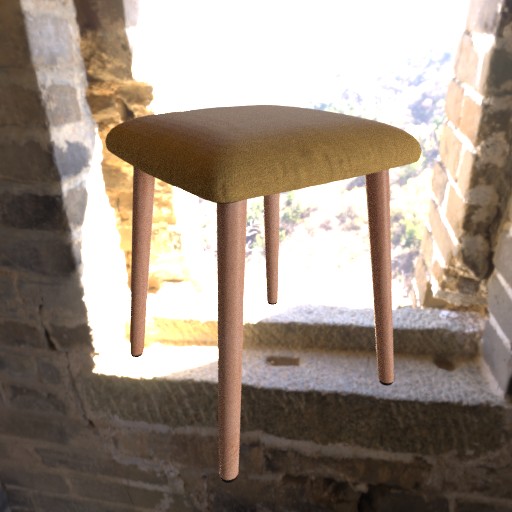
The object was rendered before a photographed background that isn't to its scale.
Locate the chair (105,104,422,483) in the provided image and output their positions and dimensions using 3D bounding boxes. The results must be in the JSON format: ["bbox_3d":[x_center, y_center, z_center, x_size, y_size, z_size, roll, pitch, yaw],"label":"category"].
[{"bbox_3d":[0.000,0.000,0.706,0.350,0.440,0.350,-17,30,-32],"label":"chair"}]
